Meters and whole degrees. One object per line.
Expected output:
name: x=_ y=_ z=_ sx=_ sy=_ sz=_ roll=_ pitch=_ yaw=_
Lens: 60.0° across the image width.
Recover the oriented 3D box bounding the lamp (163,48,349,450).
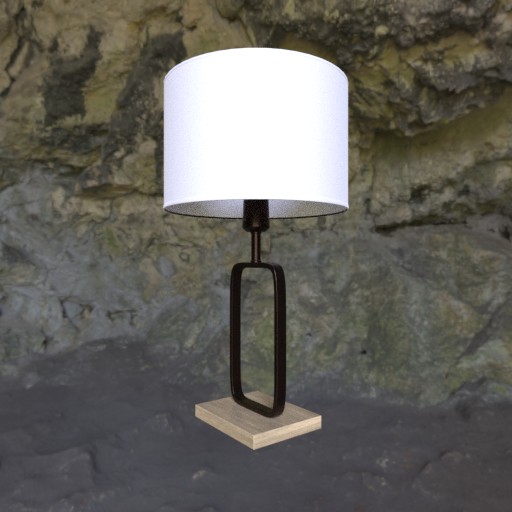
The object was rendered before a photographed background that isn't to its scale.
lamp: x=0.000 y=0.000 z=0.680 sx=0.279 sy=0.508 sz=0.279 roll=0 pitch=-1 yaw=-37
